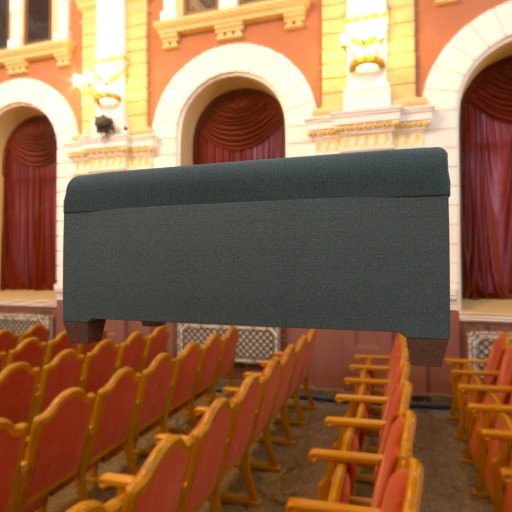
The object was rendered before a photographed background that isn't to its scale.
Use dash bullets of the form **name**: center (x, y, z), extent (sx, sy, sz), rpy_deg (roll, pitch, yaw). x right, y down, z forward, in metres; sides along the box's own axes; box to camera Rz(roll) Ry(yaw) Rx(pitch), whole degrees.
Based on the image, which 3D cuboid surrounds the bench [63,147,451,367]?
- **bench**: center (0.000, 0.000, 1.256), extent (0.995, 0.474, 0.476), rpy_deg (0, -1, 18)
